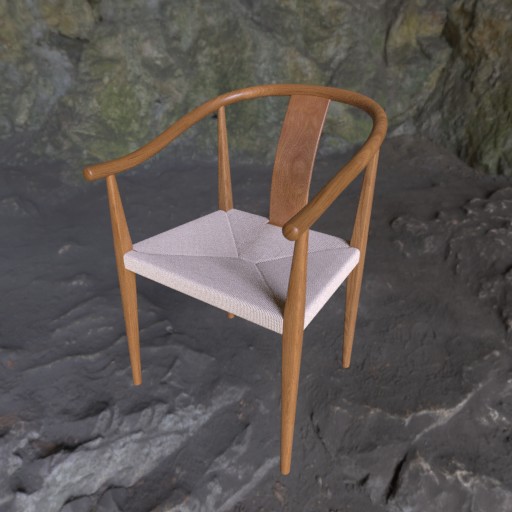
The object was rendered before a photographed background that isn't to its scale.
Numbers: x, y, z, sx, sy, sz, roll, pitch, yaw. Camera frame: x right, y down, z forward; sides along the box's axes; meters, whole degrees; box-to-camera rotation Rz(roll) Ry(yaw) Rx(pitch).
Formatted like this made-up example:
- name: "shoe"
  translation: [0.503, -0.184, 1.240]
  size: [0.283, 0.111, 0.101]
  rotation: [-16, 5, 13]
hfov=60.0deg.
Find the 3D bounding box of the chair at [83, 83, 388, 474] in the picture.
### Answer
- name: "chair"
  translation: [0.000, 0.000, 1.188]
  size: [0.556, 0.800, 0.579]
  rotation: [18, 34, 30]
